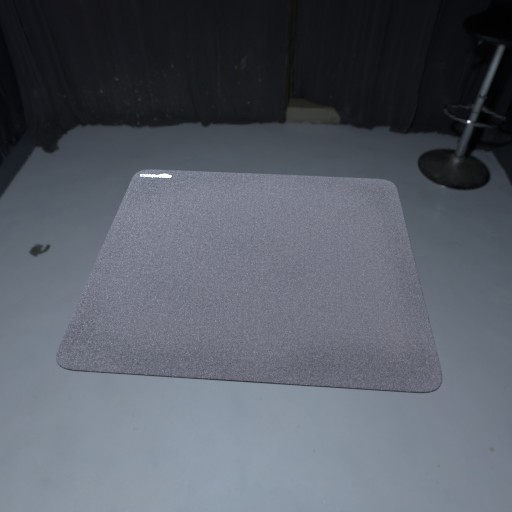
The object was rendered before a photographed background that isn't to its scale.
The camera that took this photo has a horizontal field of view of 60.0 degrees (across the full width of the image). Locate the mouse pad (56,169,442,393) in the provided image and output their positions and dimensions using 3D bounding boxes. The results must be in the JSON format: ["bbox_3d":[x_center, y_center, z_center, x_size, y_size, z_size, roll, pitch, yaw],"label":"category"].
[{"bbox_3d":[0.000,0.000,0.636,0.451,0.002,0.393,3,46,3],"label":"mouse pad"}]
